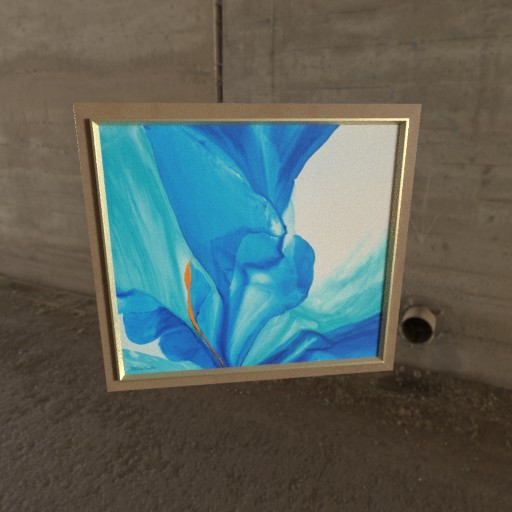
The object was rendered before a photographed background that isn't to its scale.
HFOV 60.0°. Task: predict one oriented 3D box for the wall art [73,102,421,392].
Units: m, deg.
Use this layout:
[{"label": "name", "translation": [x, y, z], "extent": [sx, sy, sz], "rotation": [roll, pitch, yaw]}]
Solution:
[{"label": "wall art", "translation": [0.000, 0.000, 1.637], "extent": [1.168, 1.067, 0.025], "rotation": [-2, 18, -7]}]
